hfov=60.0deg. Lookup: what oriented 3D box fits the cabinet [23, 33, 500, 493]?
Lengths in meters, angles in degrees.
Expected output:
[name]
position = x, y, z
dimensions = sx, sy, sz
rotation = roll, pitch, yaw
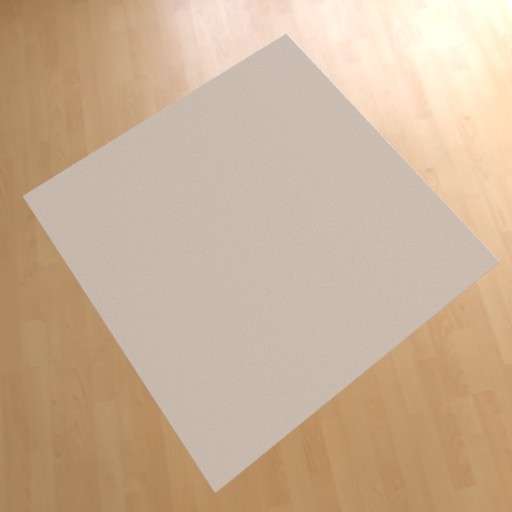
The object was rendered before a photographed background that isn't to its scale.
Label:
[cabinet]
position = 0.000, 0.000, 1.258
dimensions = 0.800, 0.460, 0.800
rotation = -36, 77, -10
